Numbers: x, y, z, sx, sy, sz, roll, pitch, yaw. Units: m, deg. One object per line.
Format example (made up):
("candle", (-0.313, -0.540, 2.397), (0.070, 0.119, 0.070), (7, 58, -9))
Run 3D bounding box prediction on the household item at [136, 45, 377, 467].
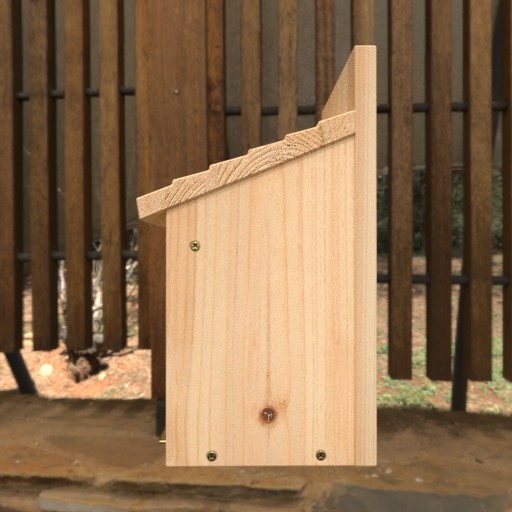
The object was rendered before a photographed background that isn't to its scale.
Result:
("household item", (0.000, 0.000, 0.387), (0.171, 0.300, 0.149), (0, 0, -1))
